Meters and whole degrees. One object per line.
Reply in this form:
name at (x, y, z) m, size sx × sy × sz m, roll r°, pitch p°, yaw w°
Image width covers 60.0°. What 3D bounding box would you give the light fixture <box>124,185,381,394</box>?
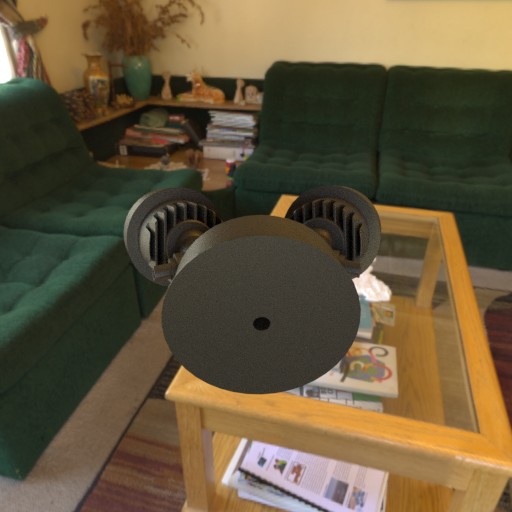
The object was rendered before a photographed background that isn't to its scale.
light fixture at (0.000, 0.000, 0.317) m, size 0.213 × 0.120 × 0.168 m, roll -1°, pitch 30°, yaw -2°
